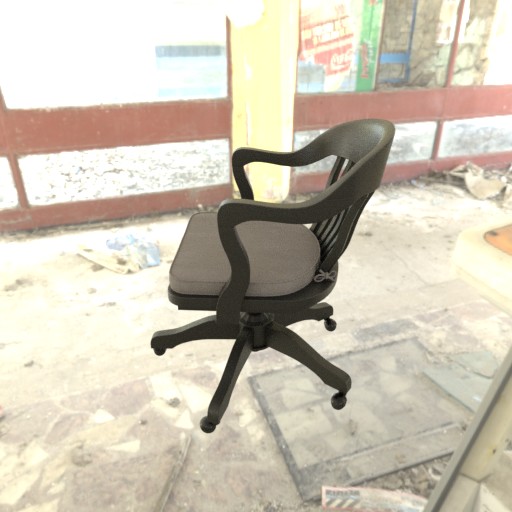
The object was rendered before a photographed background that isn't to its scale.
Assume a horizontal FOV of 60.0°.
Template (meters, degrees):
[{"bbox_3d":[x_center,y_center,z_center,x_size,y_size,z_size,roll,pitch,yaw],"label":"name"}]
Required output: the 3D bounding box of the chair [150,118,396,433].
[{"bbox_3d":[0.000,0.000,1.488,0.788,0.878,0.750,0,27,1],"label":"chair"}]
